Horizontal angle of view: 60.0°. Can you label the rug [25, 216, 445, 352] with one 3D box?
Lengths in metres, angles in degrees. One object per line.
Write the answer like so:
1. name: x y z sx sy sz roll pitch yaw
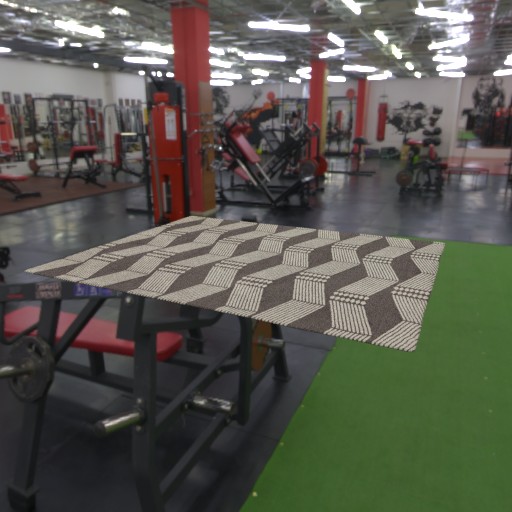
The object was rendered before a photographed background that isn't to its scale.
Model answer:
1. rug: 0.000 0.000 4.035 3.048 0.016 2.438 8 19 25
